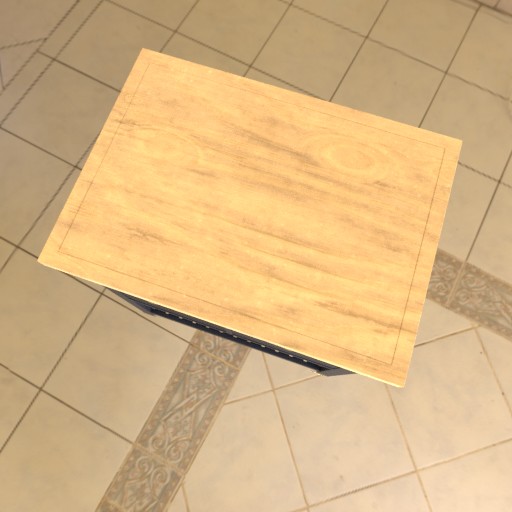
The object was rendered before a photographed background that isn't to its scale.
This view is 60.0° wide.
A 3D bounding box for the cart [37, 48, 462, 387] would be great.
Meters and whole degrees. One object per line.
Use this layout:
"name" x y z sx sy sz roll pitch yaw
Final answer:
"cart" 0.000 0.000 1.408 0.797 0.920 0.567 18 75 5
